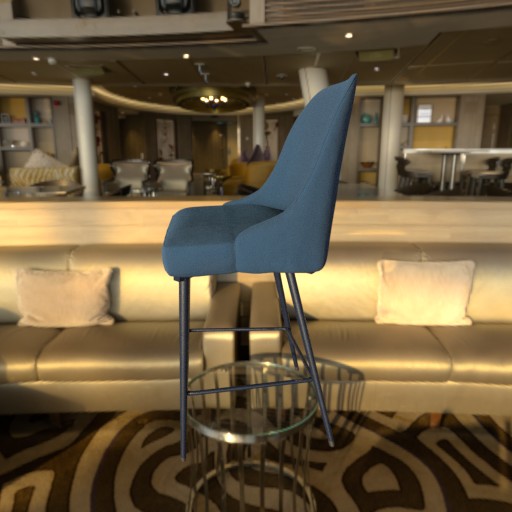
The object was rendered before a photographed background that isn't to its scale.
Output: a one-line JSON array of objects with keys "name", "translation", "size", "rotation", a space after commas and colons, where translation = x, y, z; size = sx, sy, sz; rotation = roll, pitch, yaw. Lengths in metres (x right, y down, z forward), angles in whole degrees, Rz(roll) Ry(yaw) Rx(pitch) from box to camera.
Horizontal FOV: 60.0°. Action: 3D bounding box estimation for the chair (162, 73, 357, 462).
[{"name": "chair", "translation": [0.000, 0.000, 1.230], "size": [0.489, 0.927, 0.526], "rotation": [-2, 13, -7]}]
